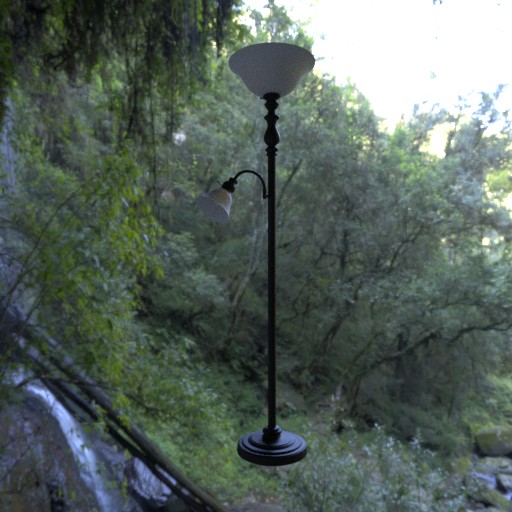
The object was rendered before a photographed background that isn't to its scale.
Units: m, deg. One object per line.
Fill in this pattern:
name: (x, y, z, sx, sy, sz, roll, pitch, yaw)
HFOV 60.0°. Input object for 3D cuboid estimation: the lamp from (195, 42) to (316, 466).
lamp: (0.000, 0.000, 1.992, 0.588, 1.793, 0.405, 1, -2, -37)
